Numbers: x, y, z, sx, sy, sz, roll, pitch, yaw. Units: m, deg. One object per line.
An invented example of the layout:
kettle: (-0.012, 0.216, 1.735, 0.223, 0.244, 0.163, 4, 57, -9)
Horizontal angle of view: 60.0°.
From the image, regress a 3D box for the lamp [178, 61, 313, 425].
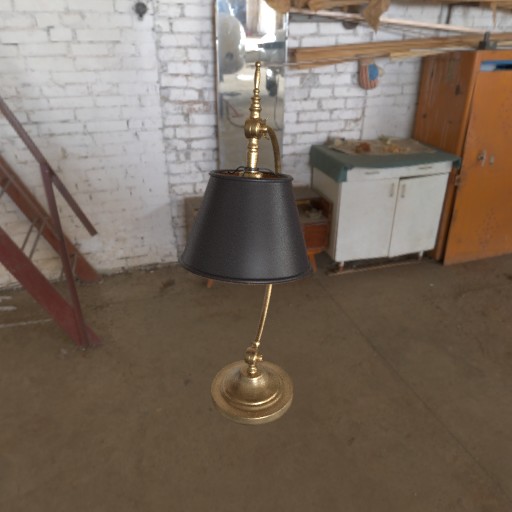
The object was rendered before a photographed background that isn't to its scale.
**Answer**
lamp: (0.000, 0.000, 0.839, 0.235, 0.675, 0.344, 8, 28, 16)
